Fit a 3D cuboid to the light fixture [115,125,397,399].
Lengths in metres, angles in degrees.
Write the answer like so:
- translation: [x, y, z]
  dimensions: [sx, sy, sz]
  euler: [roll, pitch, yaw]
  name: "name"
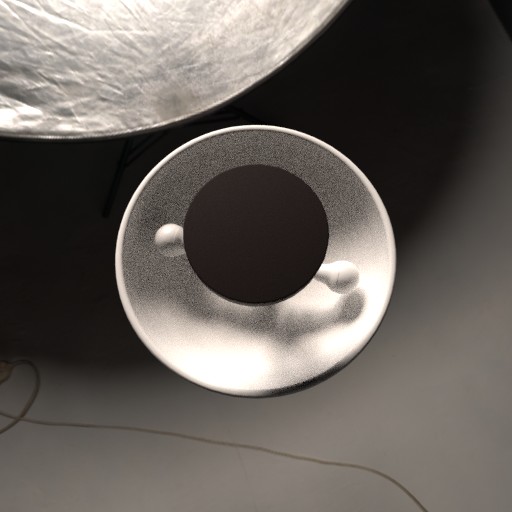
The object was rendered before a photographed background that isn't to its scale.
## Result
- translation: [0.000, 0.000, 0.543]
  dimensions: [0.331, 0.212, 0.331]
  euler: [0, 76, 0]
  name: "light fixture"
